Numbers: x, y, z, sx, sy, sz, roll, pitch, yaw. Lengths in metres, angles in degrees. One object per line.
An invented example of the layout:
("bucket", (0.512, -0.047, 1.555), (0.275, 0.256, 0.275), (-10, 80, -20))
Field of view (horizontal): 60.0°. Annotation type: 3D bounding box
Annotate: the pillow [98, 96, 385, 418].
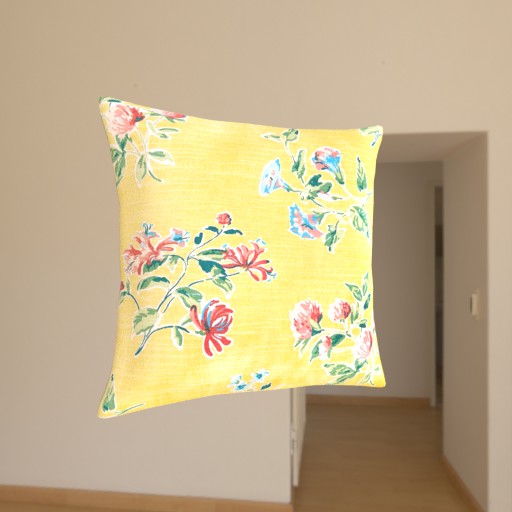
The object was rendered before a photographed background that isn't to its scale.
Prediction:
("pillow", (0.000, 0.000, 0.780), (0.525, 0.508, 0.166), (0, 0, -18))
